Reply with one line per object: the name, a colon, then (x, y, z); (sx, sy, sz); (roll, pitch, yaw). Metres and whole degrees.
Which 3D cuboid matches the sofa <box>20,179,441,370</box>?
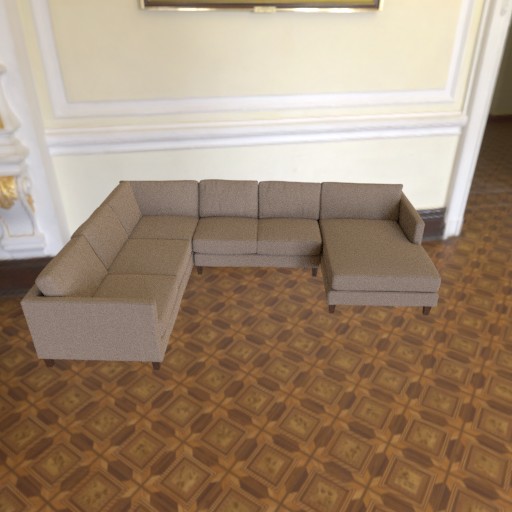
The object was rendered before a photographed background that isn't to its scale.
sofa: (0.000, 0.000, 4.406); (3.438, 0.865, 2.424); (1, 29, 2)
